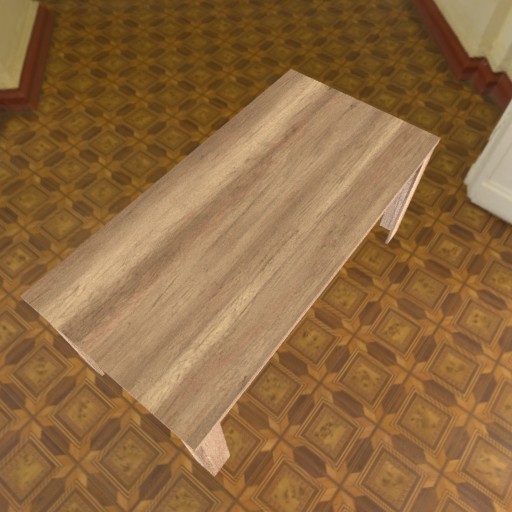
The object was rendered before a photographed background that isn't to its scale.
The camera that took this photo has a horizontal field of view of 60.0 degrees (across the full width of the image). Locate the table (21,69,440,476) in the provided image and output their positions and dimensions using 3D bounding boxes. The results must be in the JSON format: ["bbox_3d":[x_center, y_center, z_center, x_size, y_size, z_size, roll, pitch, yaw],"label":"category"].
[{"bbox_3d":[0.000,0.000,2.274,0.900,0.790,1.800,33,63,19],"label":"table"}]
